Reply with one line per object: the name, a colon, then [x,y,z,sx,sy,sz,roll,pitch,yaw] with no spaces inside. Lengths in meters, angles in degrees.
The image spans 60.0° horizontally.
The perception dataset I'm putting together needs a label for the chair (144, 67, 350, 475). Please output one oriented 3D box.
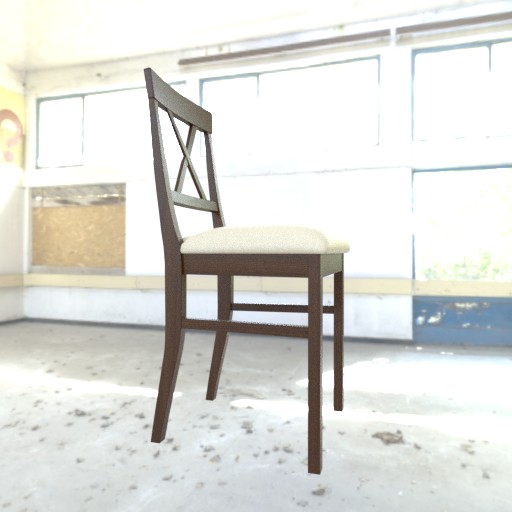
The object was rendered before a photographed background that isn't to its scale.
chair: [0.000,0.000,1.188,0.480,0.913,0.440,0,1,18]
